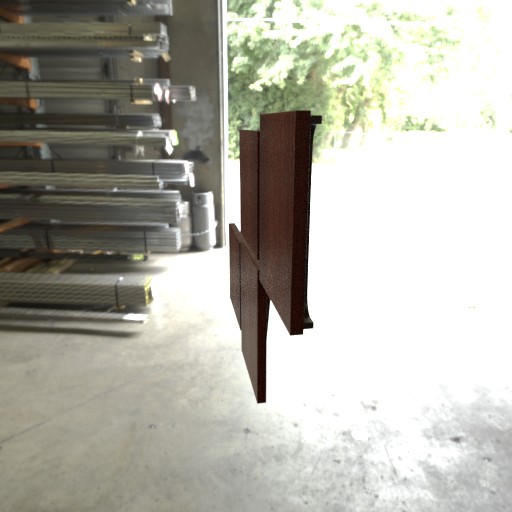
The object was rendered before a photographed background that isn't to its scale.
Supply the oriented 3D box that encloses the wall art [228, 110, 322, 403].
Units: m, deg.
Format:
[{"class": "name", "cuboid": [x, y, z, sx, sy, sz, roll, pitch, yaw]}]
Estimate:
[{"class": "wall art", "cuboid": [0.000, 0.000, 0.824, 0.030, 0.497, 0.635, -3, 17, -10]}]
